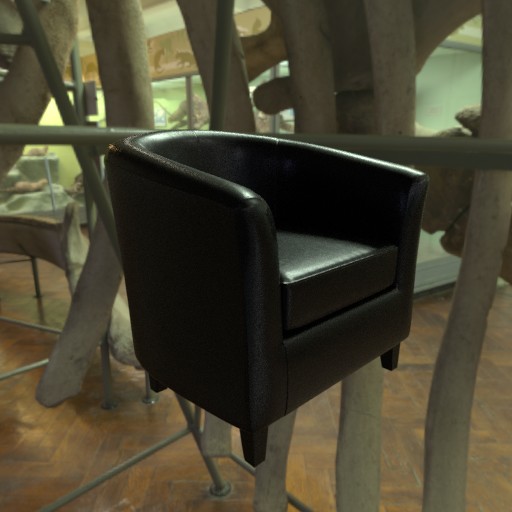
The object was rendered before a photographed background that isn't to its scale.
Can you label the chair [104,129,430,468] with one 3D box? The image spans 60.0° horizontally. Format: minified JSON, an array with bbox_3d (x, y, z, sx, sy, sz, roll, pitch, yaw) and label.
[{"bbox_3d":[0.000,0.000,1.369,0.793,0.756,0.727,-14,21,-42],"label":"chair"}]
